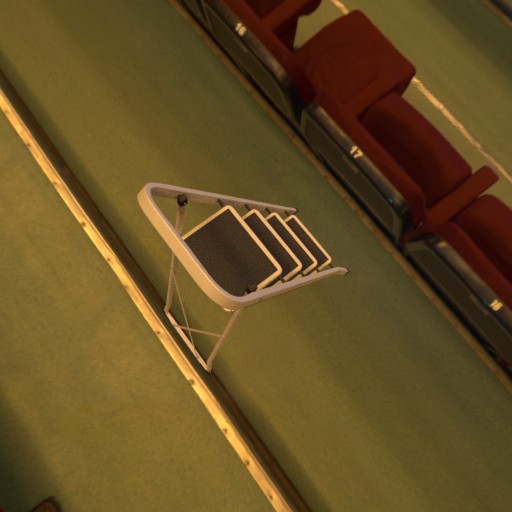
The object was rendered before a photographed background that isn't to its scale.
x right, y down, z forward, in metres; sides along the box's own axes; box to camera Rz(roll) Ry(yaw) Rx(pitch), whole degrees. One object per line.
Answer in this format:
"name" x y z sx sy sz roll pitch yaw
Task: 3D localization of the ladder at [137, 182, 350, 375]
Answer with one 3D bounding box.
"ladder" 0.000 0.000 1.729 0.914 1.265 0.460 -36 77 -10
